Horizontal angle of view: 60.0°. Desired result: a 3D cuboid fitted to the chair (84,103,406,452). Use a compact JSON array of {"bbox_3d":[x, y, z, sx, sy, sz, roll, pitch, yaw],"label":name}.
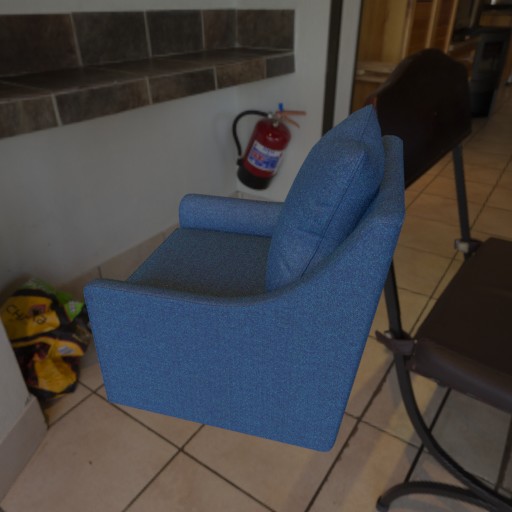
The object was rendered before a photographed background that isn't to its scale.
[{"bbox_3d":[0.000,0.000,1.530,0.870,0.939,0.750,8,31,13],"label":"chair"}]
